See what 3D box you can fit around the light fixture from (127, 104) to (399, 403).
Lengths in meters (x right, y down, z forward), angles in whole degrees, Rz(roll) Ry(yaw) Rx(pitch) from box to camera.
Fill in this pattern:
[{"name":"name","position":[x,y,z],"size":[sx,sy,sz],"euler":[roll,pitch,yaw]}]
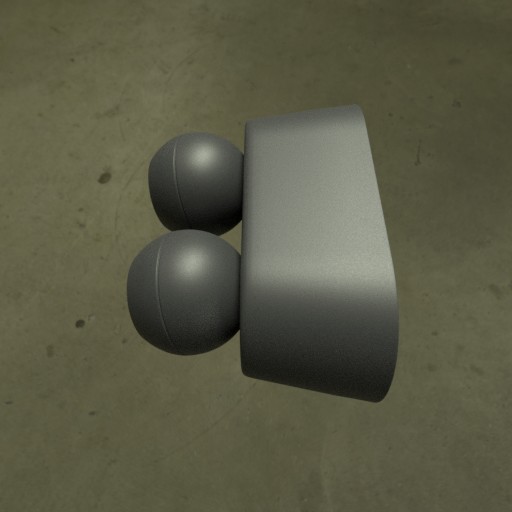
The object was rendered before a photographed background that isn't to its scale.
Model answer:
[{"name":"light fixture","position":[0.000,0.000,0.342],"size":[0.159,0.159,0.229],"euler":[0,56,0]}]
